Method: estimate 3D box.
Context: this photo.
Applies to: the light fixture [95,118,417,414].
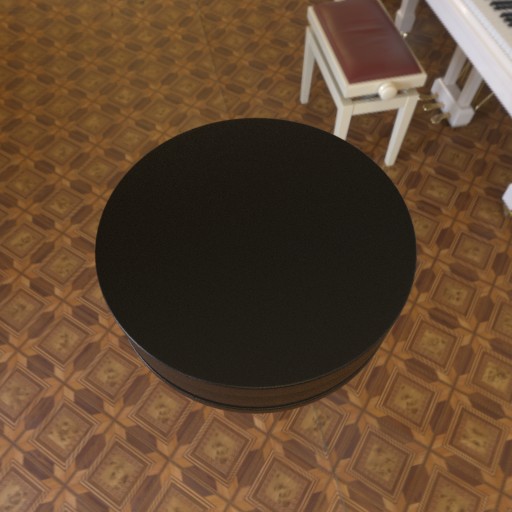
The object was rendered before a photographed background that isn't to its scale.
[{"bbox_3d":[0.000,0.000,0.432,0.283,0.097,0.283,0,59,0],"label":"light fixture"}]
